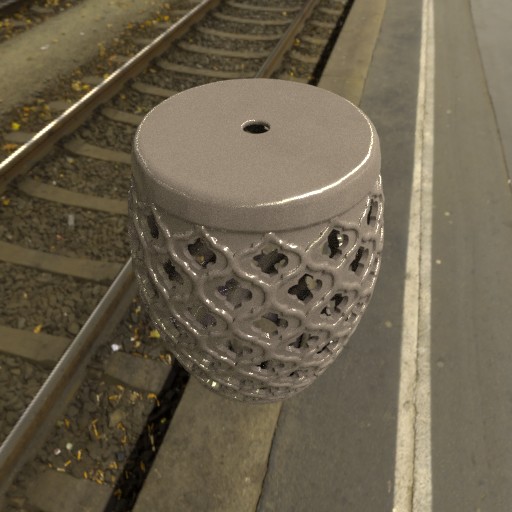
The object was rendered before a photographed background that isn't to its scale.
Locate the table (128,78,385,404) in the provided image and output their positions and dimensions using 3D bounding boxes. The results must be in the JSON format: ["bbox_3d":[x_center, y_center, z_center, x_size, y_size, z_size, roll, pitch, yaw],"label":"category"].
[{"bbox_3d":[0.000,0.000,0.609,0.325,0.388,0.325,0,45,0],"label":"table"}]
